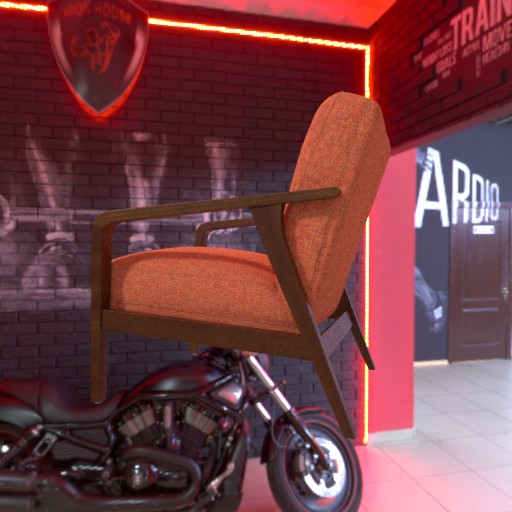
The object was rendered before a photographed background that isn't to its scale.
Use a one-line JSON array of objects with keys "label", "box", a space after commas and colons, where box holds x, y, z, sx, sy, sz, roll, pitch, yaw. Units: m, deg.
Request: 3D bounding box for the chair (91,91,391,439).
[{"label": "chair", "box": [0.000, 0.000, 1.516, 0.860, 0.890, 0.719, 0, 1, 19]}]
